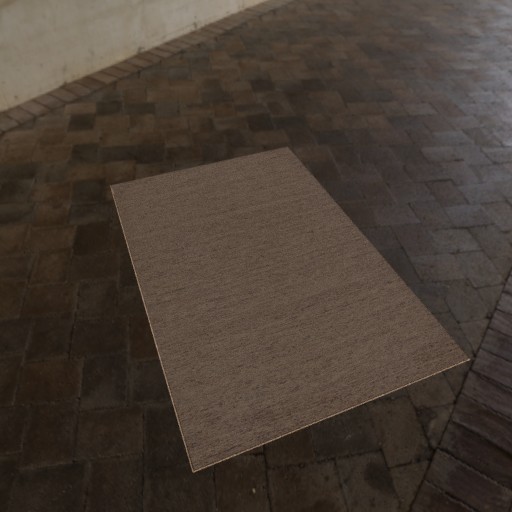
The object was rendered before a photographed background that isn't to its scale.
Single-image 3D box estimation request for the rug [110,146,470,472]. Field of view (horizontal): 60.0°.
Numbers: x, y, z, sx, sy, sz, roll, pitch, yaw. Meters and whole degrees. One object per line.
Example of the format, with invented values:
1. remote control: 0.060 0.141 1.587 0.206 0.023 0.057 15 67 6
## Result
1. rug: 0.000 0.000 2.329 1.225 0.013 1.840 -16 47 -15
